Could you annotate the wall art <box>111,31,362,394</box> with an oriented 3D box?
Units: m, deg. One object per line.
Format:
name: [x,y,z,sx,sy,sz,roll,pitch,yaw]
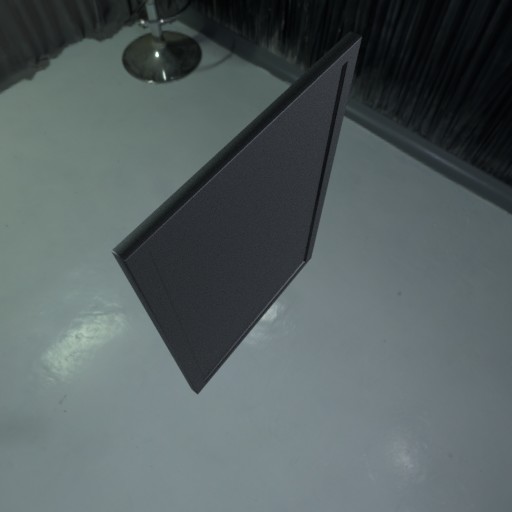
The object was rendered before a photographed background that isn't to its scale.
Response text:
wall art: [0.000,0.000,0.546,0.013,0.431,0.303,35,67,17]
